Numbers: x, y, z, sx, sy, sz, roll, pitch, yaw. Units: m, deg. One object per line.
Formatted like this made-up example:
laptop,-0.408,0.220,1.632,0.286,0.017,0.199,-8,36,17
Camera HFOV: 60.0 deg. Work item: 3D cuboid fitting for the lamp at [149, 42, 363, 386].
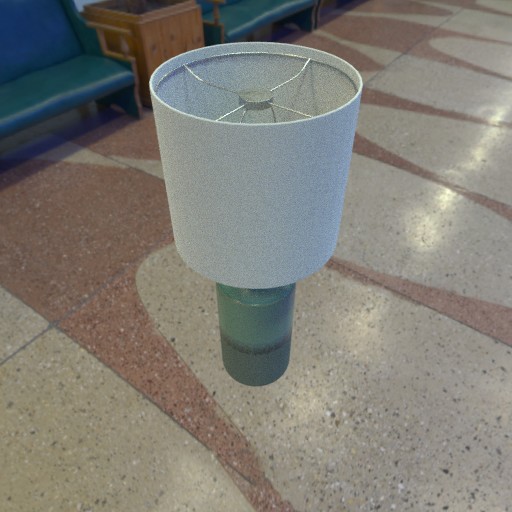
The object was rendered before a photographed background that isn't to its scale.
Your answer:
lamp,0.000,0.000,0.613,0.212,0.493,0.212,28,49,26
